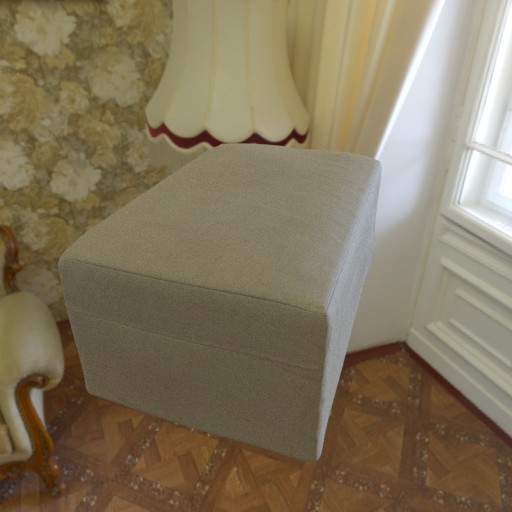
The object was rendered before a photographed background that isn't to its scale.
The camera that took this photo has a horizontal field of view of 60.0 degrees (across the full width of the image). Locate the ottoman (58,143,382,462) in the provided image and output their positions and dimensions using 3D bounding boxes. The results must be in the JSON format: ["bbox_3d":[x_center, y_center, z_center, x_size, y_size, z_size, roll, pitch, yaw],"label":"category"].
[{"bbox_3d":[0.000,0.000,1.217,0.590,0.444,0.872,10,32,17],"label":"ottoman"}]
